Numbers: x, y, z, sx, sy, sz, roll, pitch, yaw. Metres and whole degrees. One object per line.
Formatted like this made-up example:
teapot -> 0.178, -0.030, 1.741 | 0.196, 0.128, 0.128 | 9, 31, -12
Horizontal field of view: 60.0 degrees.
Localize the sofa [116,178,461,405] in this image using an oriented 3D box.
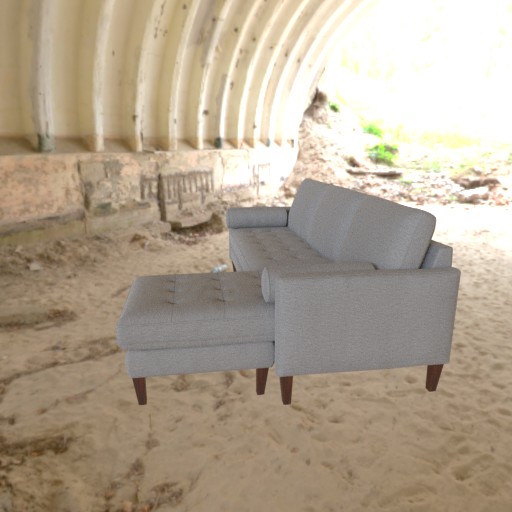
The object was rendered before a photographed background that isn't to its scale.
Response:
sofa -> 0.000, 0.000, 2.915 | 1.506, 0.875, 2.178 | -2, 14, -9
